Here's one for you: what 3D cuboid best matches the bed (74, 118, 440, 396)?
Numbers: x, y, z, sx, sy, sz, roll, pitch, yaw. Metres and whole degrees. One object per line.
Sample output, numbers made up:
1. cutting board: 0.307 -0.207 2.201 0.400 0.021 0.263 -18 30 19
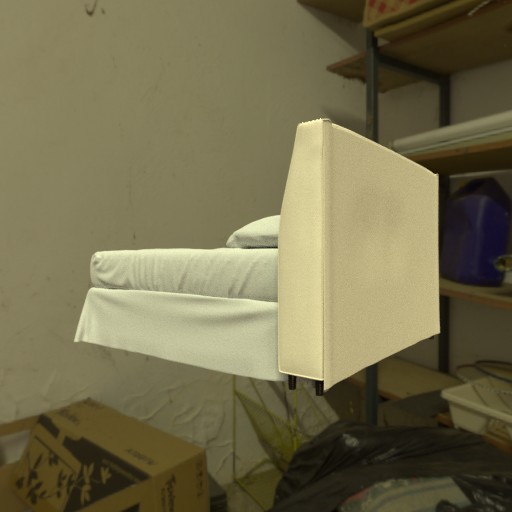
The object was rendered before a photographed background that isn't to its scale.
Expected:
1. bed: 0.000 0.000 3.490 2.276 1.332 1.925 0 0 38
